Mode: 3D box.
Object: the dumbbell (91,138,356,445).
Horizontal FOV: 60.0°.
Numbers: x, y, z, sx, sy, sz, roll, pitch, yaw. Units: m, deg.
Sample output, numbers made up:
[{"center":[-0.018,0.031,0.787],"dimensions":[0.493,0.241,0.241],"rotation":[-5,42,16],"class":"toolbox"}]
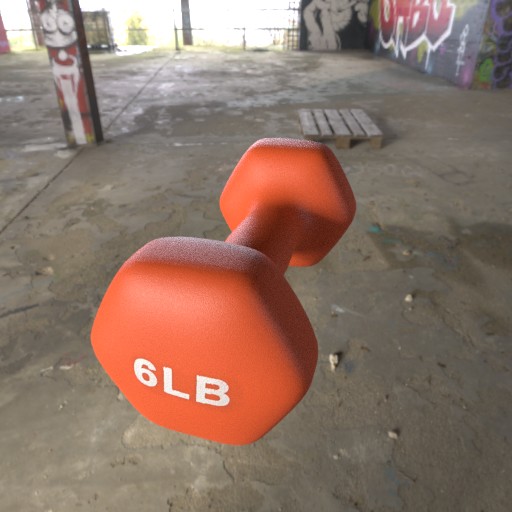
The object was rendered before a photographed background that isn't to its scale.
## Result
[{"center":[0.000,0.000,0.203],"dimensions":[0.079,0.071,0.162],"rotation":[9,31,15],"class":"dumbbell"}]
